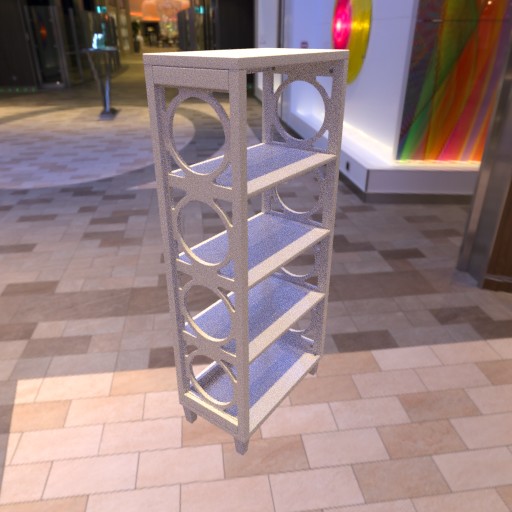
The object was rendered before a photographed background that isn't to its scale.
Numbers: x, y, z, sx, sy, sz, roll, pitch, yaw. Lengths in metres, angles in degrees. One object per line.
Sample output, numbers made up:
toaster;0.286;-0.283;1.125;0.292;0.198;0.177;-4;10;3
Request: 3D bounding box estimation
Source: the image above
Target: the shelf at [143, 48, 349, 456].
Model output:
shelf;0.000;0.000;1.683;0.340;1.411;0.611;18;32;32
